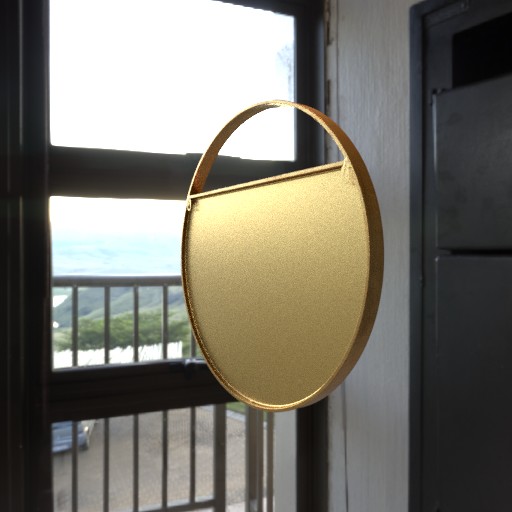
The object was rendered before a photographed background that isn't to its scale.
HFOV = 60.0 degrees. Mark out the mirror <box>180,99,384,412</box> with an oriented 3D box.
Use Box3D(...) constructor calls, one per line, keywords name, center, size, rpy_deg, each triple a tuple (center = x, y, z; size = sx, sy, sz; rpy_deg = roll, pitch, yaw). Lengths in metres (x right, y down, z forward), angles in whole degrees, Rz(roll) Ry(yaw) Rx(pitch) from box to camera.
Box3D(name="mirror", center=(0.000, 0.000, 0.841), size=(0.032, 0.565, 0.565), rpy_deg=(0, 0, -36))
